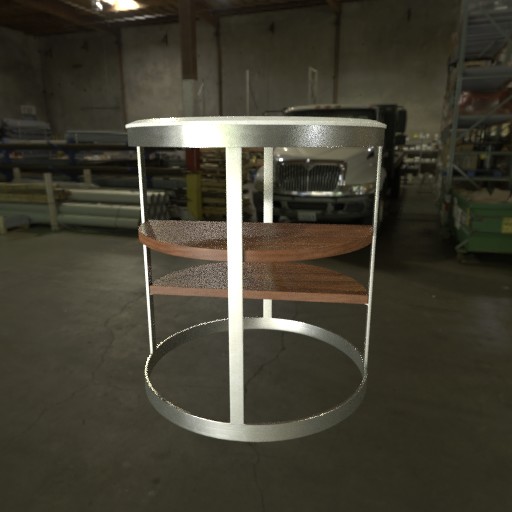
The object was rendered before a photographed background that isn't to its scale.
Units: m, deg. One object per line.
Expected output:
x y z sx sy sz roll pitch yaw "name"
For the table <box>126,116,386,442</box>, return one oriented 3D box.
0.000 0.000 0.773 0.407 0.447 0.407 0 14 0 "table"
